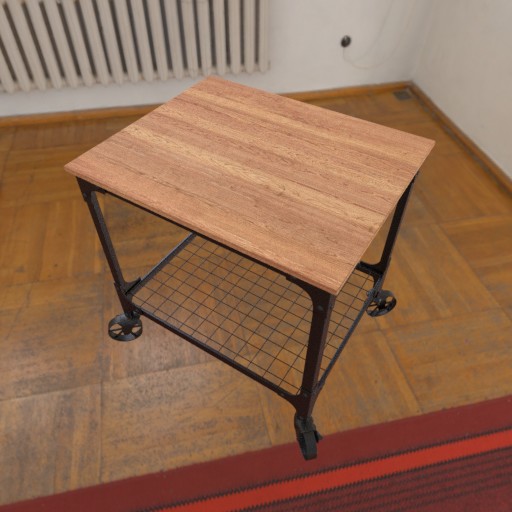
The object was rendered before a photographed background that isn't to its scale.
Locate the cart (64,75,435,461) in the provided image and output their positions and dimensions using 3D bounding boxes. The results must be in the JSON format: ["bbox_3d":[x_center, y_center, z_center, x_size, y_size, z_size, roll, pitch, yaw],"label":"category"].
[{"bbox_3d":[0.000,0.000,1.117,0.666,0.603,0.558,25,51,22],"label":"cart"}]
